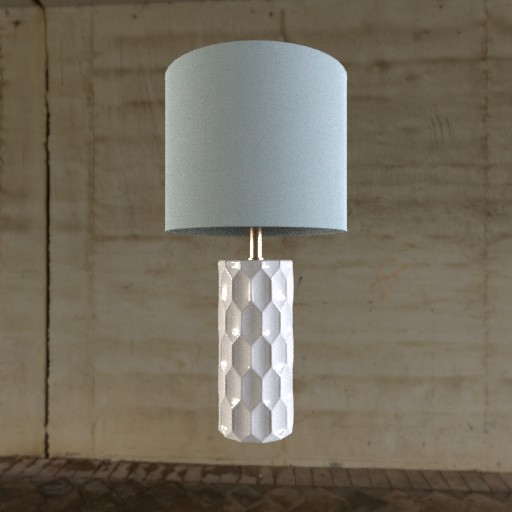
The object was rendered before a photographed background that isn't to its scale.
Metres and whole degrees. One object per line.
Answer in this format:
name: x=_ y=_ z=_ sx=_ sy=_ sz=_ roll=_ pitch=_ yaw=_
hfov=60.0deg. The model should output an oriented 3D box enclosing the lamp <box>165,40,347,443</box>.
lamp: x=0.000 y=0.000 z=0.687 sx=0.277 sy=0.534 sz=0.277 roll=0 pitch=0 yaw=36
